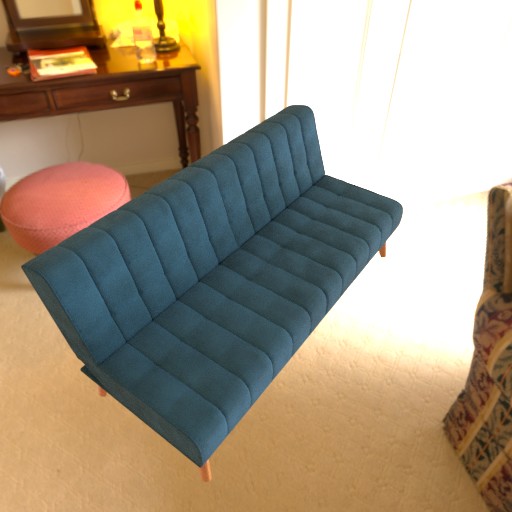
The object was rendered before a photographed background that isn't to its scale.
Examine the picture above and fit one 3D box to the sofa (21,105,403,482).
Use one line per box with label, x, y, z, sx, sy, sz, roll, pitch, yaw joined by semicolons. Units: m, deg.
sofa;0.000;0.000;2.243;0.855;0.813;1.804;26;48;26
